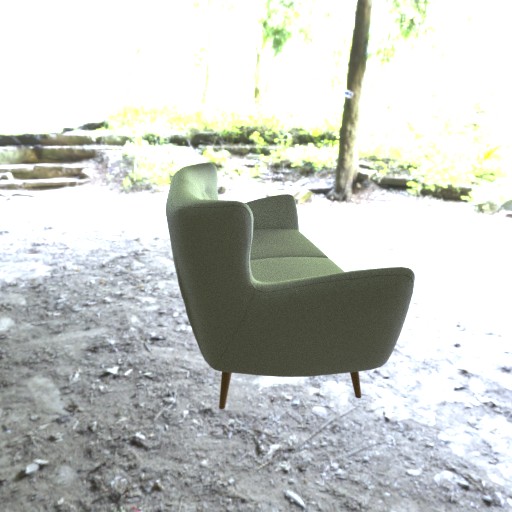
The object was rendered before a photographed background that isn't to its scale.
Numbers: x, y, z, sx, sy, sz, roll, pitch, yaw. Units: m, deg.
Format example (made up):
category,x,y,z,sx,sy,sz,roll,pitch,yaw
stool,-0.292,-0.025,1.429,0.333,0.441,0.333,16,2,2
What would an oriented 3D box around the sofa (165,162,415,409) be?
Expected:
category,x,y,z,sx,sy,sz,roll,pitch,yaw
sofa,0.000,0.000,2.442,0.899,0.890,1.930,-2,16,-8
